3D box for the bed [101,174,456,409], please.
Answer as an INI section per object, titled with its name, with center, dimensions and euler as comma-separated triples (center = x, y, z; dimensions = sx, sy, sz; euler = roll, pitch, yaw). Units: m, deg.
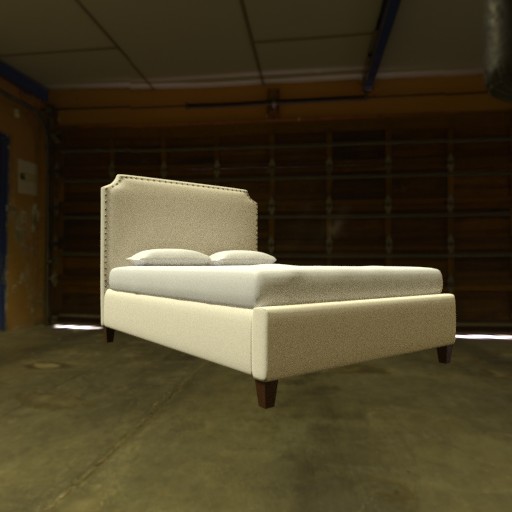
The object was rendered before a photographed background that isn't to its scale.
[bed]
center = 0.000, 0.000, 3.504
dimensions = 1.712, 1.497, 2.372
euler = 1, -1, -37
